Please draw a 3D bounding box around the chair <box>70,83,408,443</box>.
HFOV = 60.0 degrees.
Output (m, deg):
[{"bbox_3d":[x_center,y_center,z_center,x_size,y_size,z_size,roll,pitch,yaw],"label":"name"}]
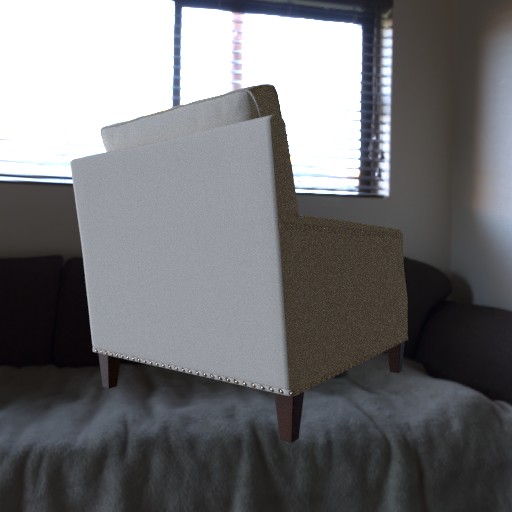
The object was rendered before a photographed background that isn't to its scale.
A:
[{"bbox_3d":[0.000,0.000,1.673,0.853,0.943,1.014,0,1,36],"label":"chair"}]
